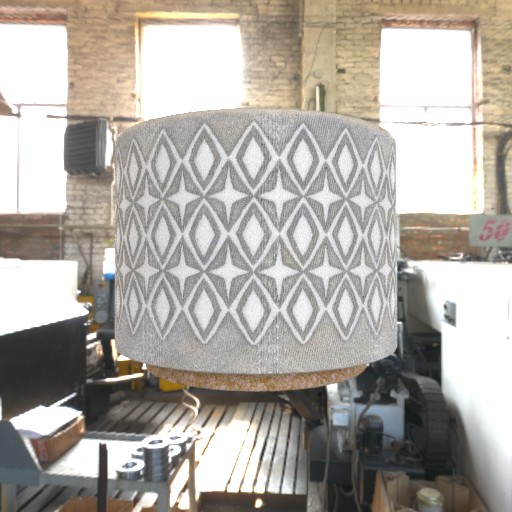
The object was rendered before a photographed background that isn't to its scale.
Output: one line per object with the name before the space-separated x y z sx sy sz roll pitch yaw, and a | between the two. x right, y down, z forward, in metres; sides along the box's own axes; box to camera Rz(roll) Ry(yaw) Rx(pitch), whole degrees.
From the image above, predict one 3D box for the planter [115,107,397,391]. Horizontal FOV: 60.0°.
planter | 0.000 0.000 0.271 0.164 0.127 0.164 0 0 0
